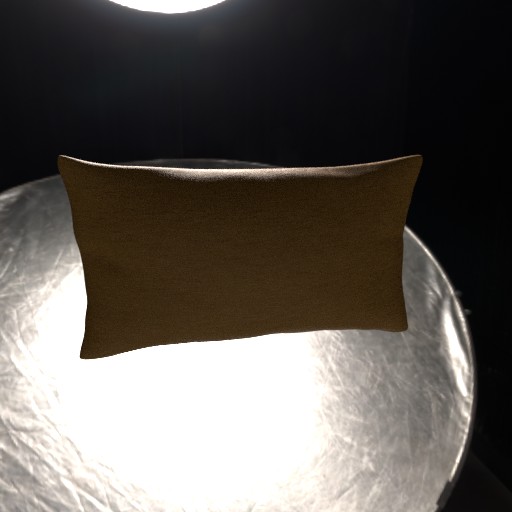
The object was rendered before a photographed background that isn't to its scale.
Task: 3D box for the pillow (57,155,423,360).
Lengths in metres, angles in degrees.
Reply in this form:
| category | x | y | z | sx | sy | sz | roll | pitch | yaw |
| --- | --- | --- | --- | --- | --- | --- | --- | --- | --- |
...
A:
| category | x | y | z | sx | sy | sz | roll | pitch | yaw |
| --- | --- | --- | --- | --- | --- | --- | --- | --- | --- |
| pillow | 0.000 | 0.000 | 0.790 | 0.634 | 0.354 | 0.210 | -3 | 16 | -11 |
